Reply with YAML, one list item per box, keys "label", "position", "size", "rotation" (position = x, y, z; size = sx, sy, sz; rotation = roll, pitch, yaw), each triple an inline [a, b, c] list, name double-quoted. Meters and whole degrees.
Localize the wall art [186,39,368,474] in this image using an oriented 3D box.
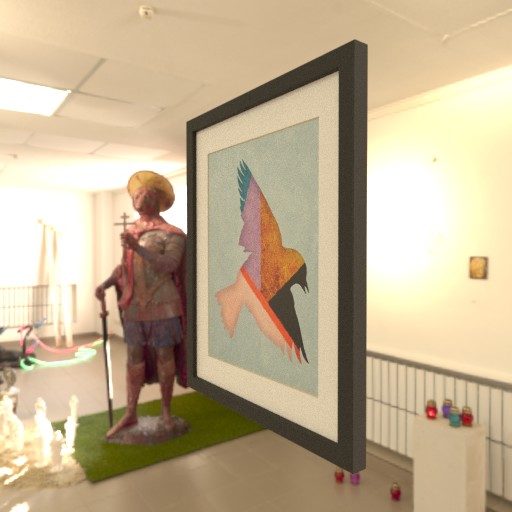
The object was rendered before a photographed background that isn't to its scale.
- label: "wall art"
  position: [0.000, 0.000, 0.759]
  size: [0.028, 0.558, 0.457]
  rotation: [-1, 1, -36]
